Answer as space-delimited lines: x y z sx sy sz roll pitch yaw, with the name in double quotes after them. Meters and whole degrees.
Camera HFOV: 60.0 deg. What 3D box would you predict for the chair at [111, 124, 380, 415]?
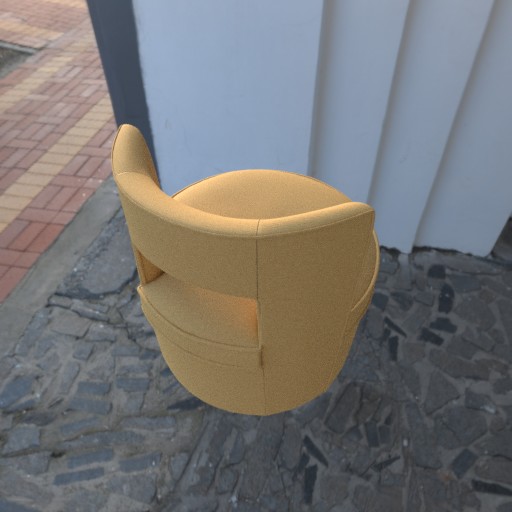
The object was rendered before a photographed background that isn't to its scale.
0.000 0.000 1.216 0.650 0.723 0.665 23 49 21 "chair"
